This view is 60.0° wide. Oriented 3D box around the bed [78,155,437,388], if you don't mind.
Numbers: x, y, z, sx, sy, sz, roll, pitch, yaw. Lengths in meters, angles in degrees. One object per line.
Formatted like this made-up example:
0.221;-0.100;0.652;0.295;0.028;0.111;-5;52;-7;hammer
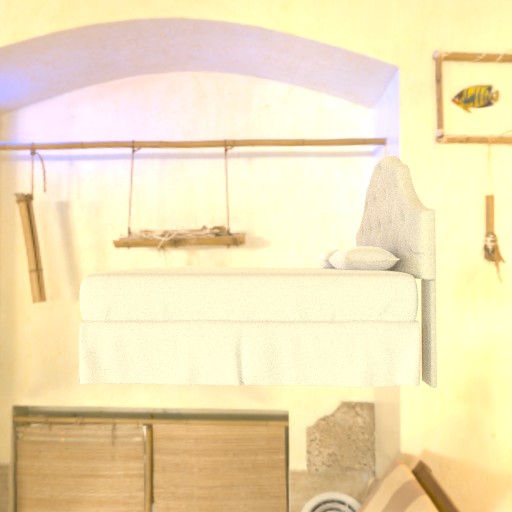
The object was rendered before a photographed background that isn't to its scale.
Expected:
0.000;0.000;3.665;2.214;1.615;2.008;0;-1;1;bed
